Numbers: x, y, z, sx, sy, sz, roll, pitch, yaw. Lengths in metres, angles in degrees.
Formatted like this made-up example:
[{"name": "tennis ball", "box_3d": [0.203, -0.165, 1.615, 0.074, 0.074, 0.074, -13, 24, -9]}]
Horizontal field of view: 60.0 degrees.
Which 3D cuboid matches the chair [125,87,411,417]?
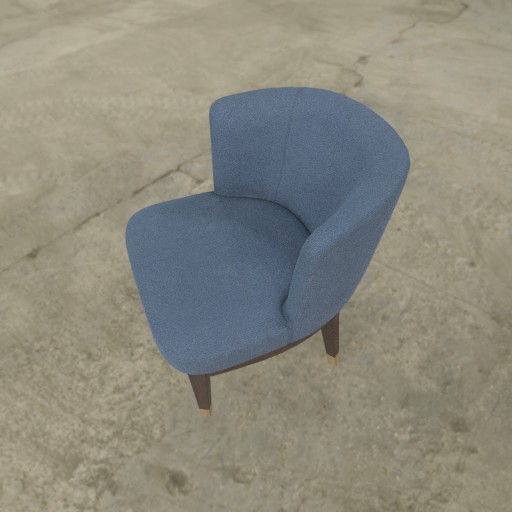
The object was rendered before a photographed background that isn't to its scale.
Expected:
[{"name": "chair", "box_3d": [0.000, 0.000, 1.313, 0.702, 0.760, 0.661, -17, 48, -16]}]
